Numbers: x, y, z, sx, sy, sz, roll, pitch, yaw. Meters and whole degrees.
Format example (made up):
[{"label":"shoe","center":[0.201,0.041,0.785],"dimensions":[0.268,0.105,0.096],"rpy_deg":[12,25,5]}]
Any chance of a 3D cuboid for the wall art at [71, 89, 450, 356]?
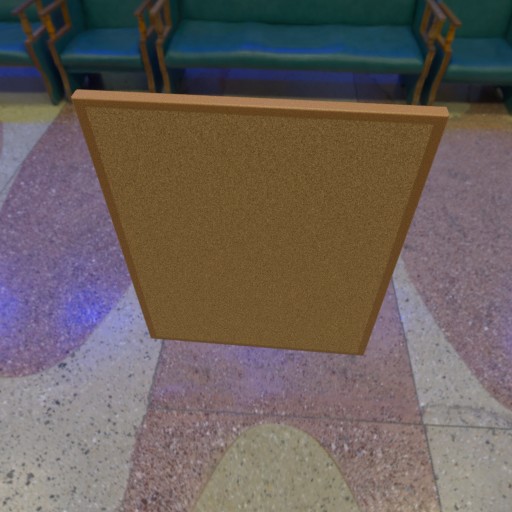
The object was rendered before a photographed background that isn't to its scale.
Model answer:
[{"label":"wall art","center":[0.000,0.000,0.738],"dimensions":[0.452,0.553,0.022],"rpy_deg":[4,48,4]}]
